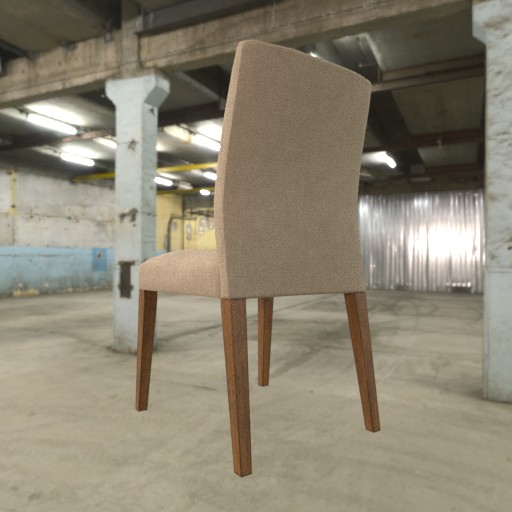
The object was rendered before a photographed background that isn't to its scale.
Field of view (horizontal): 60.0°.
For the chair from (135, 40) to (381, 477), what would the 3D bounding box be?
[{"bbox_3d":[0.000,0.000,1.279,0.496,0.940,0.585,1,-1,-36],"label":"chair"}]
